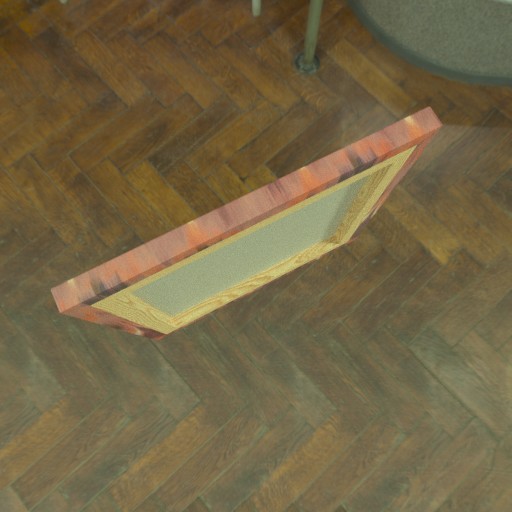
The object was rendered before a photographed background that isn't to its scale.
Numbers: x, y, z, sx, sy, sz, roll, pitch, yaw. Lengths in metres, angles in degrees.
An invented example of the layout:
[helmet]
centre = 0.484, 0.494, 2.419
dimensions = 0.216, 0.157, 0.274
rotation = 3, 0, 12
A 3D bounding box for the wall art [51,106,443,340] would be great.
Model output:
[wall art]
centre = 0.000, 0.000, 0.918
dimensions = 0.603, 0.609, 0.037
rotation = -27, 77, -6
